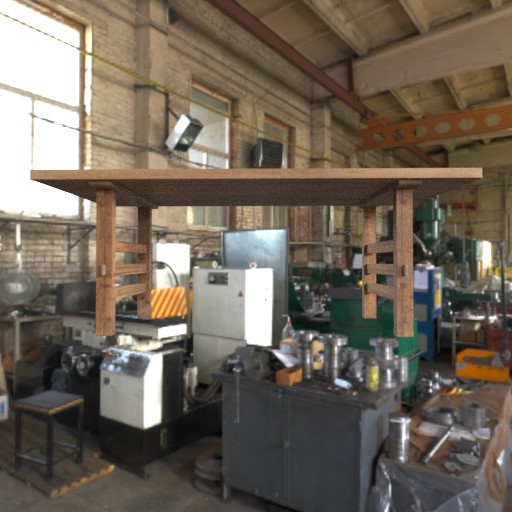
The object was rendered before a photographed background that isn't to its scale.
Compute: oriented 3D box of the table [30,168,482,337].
[{"bbox_3d":[0.000,0.000,2.431,2.003,0.760,0.952,0,-1,1],"label":"table"}]
